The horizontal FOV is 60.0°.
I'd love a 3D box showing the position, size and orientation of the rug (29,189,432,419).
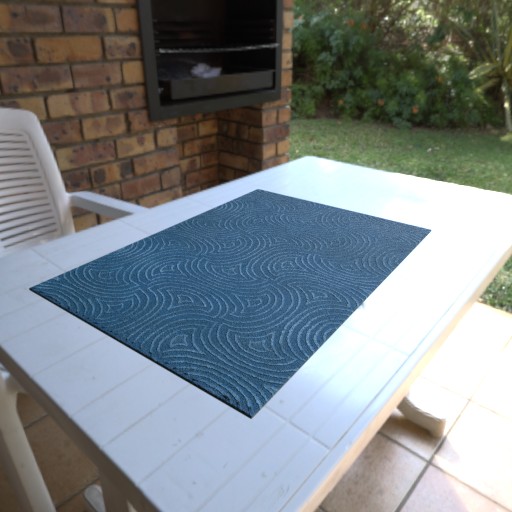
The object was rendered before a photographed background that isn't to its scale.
[{"bbox_3d":[0.000,0.000,2.812,1.543,0.015,2.144,19,32,32],"label":"rug"}]
